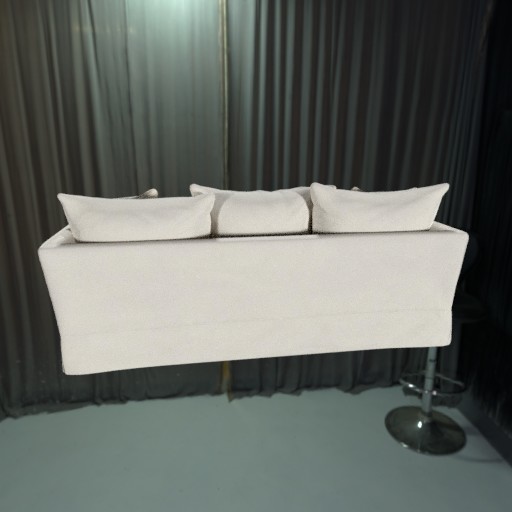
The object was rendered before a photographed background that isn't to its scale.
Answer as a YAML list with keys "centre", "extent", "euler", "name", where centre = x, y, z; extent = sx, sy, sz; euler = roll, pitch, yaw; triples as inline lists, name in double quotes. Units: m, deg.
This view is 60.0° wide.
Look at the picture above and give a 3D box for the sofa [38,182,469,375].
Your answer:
- centre: [0.000, 0.000, 3.037]
  extent: [2.499, 1.047, 1.046]
  euler: [-2, 15, -9]
  name: "sofa"
